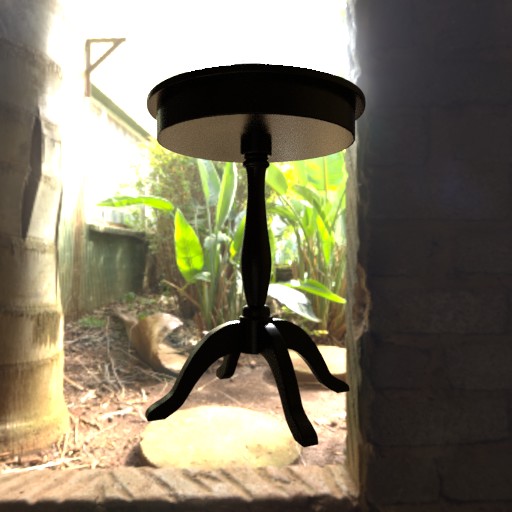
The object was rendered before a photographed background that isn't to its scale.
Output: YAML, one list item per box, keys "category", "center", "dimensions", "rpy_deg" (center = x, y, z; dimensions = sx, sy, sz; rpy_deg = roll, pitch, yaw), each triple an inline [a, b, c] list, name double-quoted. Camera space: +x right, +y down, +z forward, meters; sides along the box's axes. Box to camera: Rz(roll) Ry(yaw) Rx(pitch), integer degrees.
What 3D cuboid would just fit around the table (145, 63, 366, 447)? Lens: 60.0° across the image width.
- category: "table"
  center: [0.000, 0.000, 0.997]
  dimensions: [0.481, 0.665, 0.481]
  rpy_deg: [0, 1, 0]
